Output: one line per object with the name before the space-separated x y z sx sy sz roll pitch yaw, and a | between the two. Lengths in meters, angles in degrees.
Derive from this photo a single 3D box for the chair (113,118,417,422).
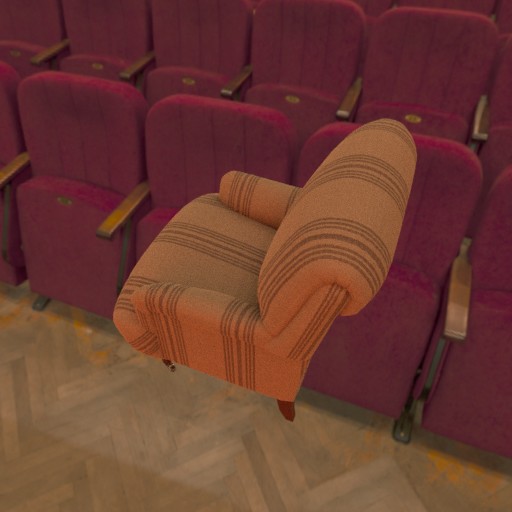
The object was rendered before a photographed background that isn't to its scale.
chair | 0.000 0.000 1.630 0.914 0.940 0.813 16 47 15
